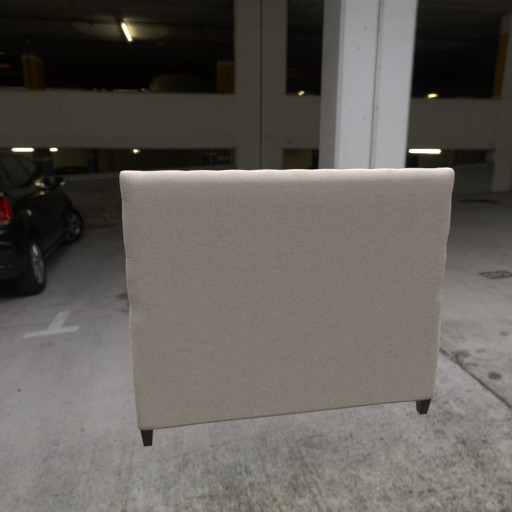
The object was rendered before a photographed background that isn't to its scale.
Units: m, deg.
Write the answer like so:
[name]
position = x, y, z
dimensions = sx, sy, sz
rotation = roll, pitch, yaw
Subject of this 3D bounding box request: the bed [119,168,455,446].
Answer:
[bed]
position = 0.000, 0.000, 3.418
dimensions = 1.698, 1.427, 2.387
rotation = -3, 14, -10
